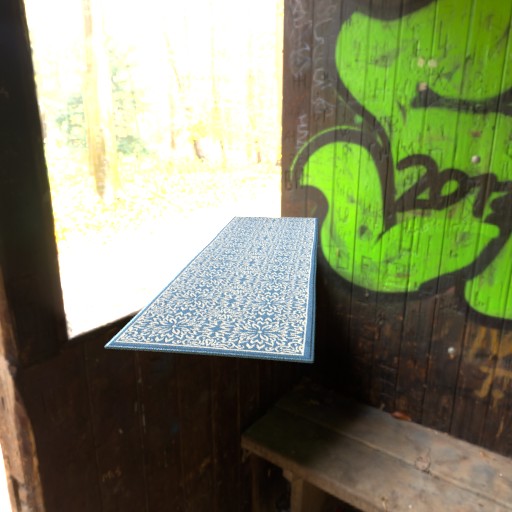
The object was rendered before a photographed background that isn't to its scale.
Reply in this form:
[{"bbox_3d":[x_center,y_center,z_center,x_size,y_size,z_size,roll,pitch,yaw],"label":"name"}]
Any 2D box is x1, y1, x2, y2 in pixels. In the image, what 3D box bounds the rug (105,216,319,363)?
[{"bbox_3d":[0.000,0.000,2.406,0.662,0.011,2.196,2,16,8],"label":"rug"}]
